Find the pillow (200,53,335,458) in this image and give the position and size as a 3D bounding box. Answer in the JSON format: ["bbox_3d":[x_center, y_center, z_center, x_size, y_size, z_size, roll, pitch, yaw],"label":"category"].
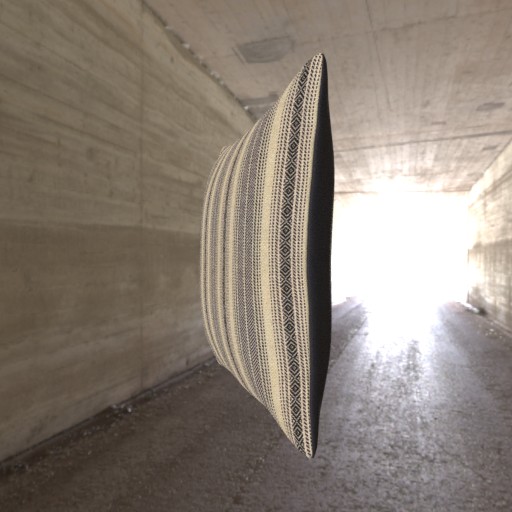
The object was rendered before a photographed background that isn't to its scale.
[{"bbox_3d":[0.000,0.000,0.796,0.166,0.508,0.520,0,0,-17],"label":"pillow"}]
